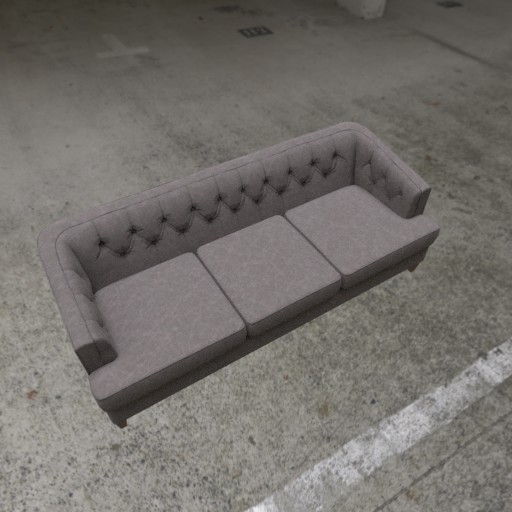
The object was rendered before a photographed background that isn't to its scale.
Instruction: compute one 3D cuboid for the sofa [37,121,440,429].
[{"bbox_3d":[0.000,0.000,2.698,2.247,0.806,0.917,-24,51,-21],"label":"sofa"}]
